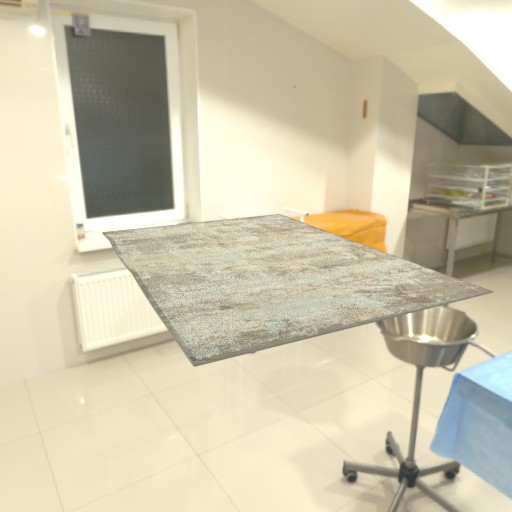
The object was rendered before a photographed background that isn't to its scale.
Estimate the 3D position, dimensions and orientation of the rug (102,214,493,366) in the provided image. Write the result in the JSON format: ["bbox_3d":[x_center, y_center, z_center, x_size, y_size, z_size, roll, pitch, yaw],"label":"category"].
[{"bbox_3d":[0.000,0.000,4.268,2.393,0.013,3.307,-8,19,-25],"label":"rug"}]
